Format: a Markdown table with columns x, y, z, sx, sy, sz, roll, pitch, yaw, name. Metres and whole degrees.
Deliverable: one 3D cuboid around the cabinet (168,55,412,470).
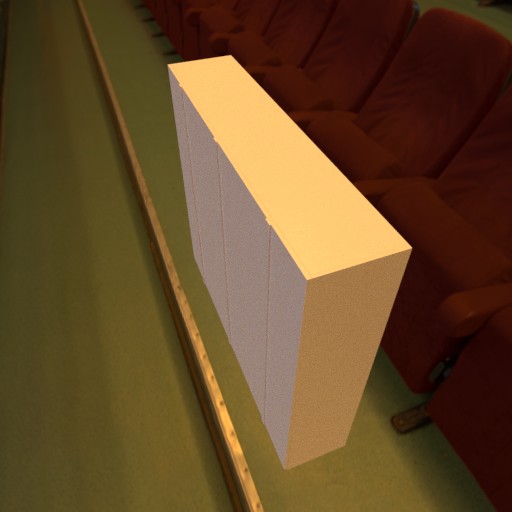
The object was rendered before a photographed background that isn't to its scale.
| x | y | z | sx | sy | sz | roll | pitch | yaw | name |
| --- | --- | --- | --- | --- | --- | --- | --- | --- | --- |
| 0.000 | 0.000 | 3.837 | 0.590 | 2.370 | 2.700 | -16 | 47 | -15 | cabinet |
